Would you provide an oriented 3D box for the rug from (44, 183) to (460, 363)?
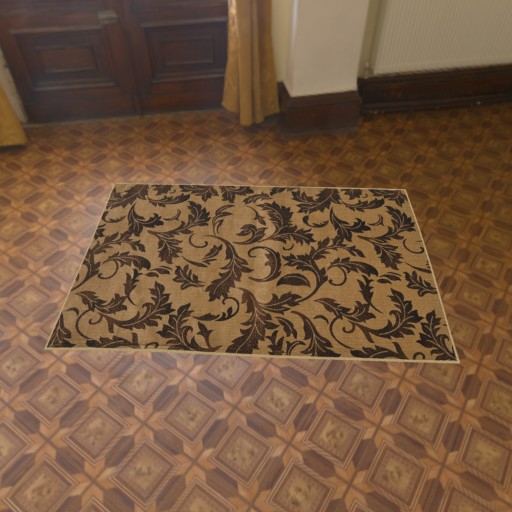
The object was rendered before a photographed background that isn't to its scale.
[{"bbox_3d":[0.000,0.000,2.939,2.284,0.008,1.522,1,46,1],"label":"rug"}]
